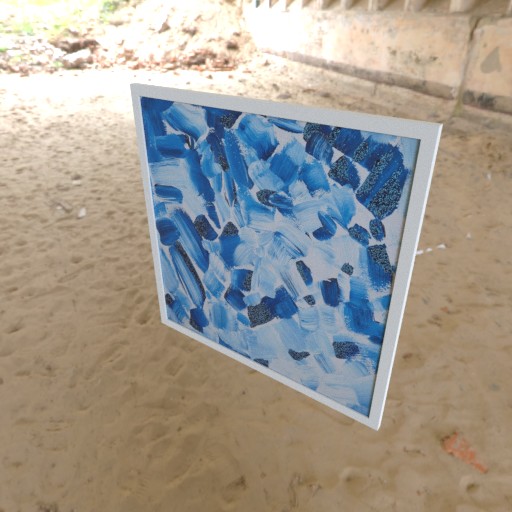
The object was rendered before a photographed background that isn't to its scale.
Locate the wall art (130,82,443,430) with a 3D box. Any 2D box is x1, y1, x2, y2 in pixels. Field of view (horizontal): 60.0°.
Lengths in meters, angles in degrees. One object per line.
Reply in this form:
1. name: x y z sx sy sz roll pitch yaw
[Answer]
1. wall art: 0.000 0.000 0.676 0.457 0.457 0.012 19 35 30
